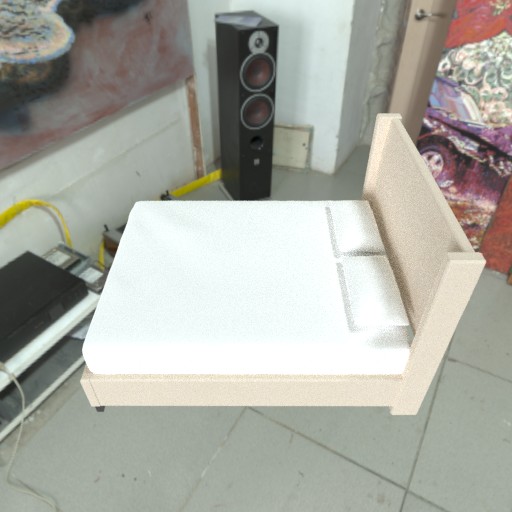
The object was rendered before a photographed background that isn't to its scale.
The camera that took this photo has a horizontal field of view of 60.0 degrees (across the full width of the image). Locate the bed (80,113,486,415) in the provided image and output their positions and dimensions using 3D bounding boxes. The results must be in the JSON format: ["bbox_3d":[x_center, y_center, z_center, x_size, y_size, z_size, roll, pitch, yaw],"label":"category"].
[{"bbox_3d":[0.000,0.000,3.336,2.293,1.471,1.778,0,41,0],"label":"bed"}]
